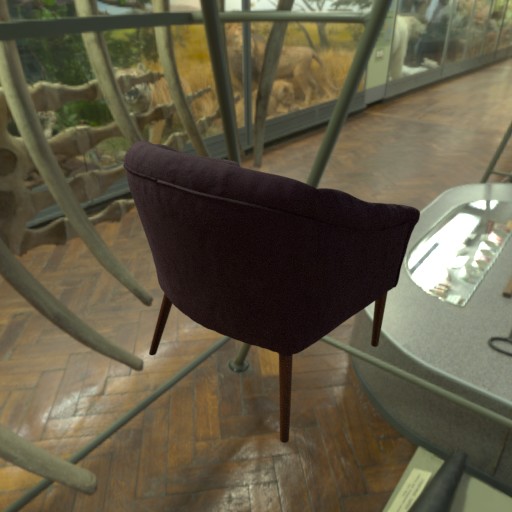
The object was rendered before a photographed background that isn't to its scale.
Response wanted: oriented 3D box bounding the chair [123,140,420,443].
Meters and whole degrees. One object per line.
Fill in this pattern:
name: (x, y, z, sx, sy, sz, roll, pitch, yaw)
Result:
chair: (0.000, 0.000, 1.537, 0.851, 0.885, 0.776, 22, 36, 33)
